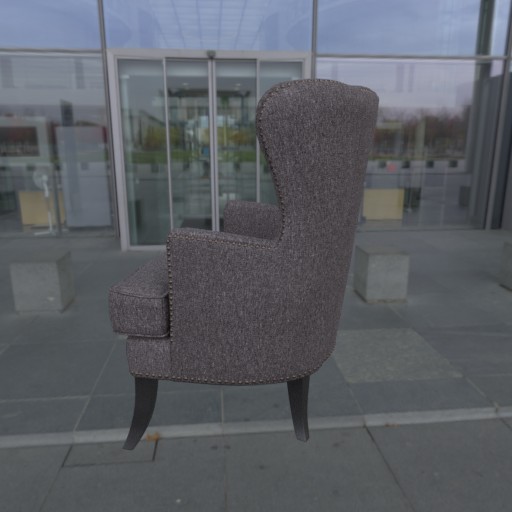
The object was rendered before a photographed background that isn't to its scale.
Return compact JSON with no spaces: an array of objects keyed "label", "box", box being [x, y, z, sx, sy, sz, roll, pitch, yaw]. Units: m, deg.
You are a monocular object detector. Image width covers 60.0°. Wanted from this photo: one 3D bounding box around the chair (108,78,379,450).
[{"label":"chair","box":[0.000,0.000,1.532,0.758,1.060,0.759,2,14,9]}]
